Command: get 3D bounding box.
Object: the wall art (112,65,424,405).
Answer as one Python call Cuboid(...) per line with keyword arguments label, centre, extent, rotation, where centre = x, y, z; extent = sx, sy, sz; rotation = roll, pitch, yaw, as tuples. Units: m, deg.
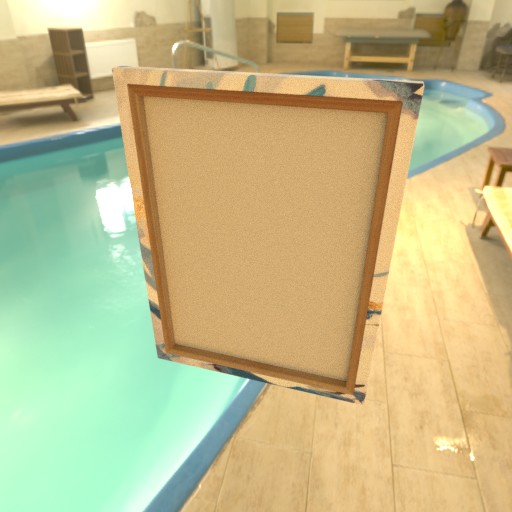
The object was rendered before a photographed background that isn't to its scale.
Cuboid(label="wall art", centre=(0.000, 0.000, 1.318), extent=(0.761, 1.015, 0.038), rotation=(9, 33, 14))
